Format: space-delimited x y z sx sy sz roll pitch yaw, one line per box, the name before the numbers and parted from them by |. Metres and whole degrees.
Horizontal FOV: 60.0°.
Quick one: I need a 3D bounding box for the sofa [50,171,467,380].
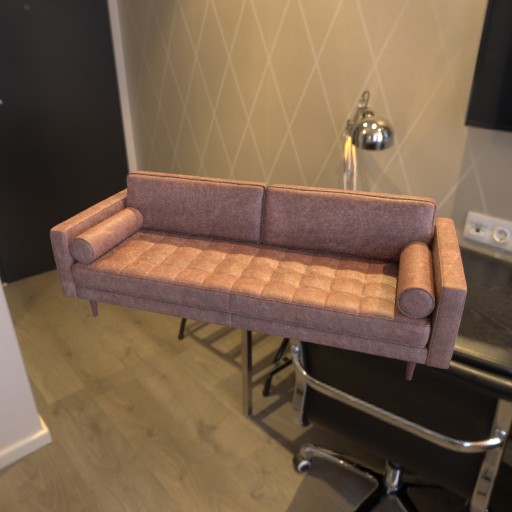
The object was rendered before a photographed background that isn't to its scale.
sofa | 0.000 0.000 2.651 2.210 0.762 0.914 8 27 16
